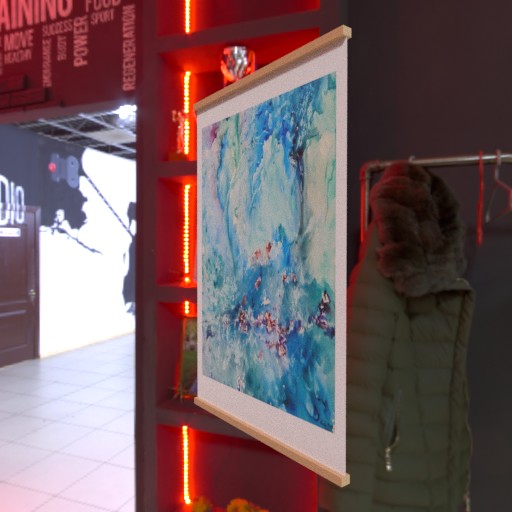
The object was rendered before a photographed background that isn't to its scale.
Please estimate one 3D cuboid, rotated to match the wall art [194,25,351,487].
[{"bbox_3d":[0.000,0.000,1.855,0.040,1.510,0.991,-1,1,-37],"label":"wall art"}]
